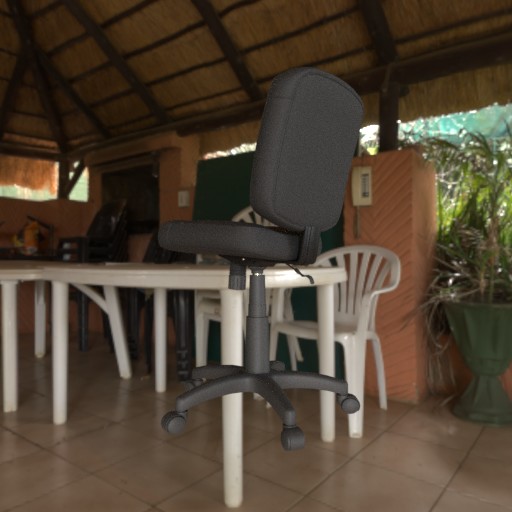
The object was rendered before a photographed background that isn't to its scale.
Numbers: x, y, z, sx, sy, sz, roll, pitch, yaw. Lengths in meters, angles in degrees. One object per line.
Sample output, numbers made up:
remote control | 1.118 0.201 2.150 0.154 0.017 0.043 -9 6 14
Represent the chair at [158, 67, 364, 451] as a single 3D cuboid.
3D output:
chair | 0.000 0.000 1.391 0.610 0.972 0.610 0 0 37
